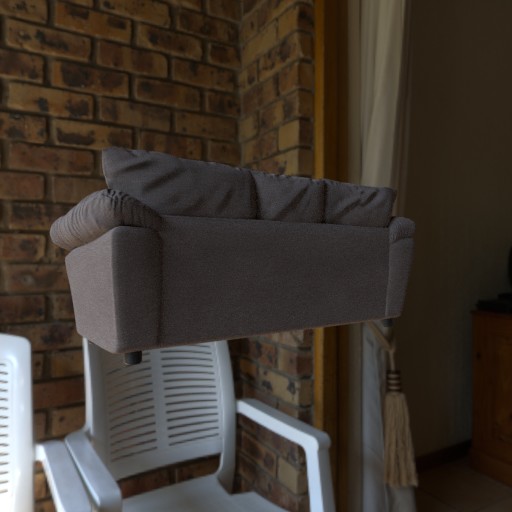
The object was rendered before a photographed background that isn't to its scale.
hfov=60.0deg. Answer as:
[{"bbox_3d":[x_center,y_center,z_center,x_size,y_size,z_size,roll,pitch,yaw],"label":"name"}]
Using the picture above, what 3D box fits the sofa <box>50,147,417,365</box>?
[{"bbox_3d":[0.000,0.000,2.923,2.390,1.043,0.927,0,0,-36],"label":"sofa"}]
